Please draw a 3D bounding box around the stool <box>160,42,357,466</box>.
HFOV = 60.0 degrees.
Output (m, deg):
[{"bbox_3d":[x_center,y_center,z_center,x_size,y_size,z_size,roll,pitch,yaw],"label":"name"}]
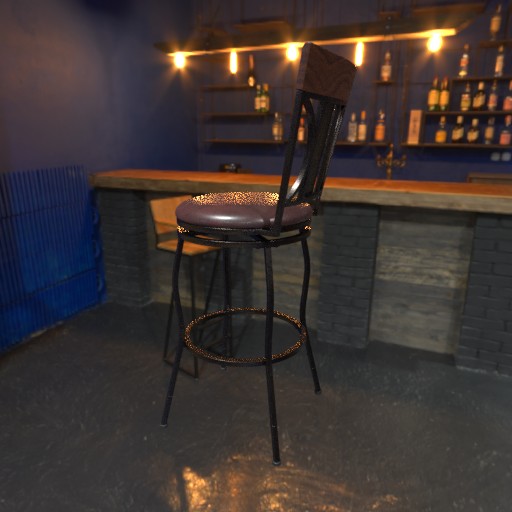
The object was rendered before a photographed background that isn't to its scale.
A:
[{"bbox_3d":[0.000,0.000,1.398,0.513,1.130,0.448,7,17,24],"label":"stool"}]
